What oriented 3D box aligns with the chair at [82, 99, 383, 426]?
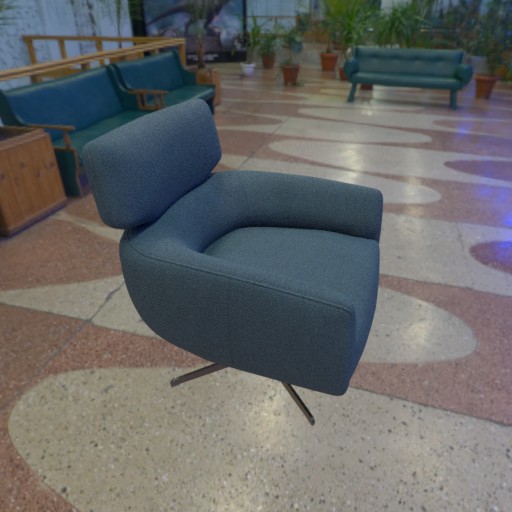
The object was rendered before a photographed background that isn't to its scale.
[{"bbox_3d":[0.000,0.000,1.384,0.761,0.813,0.738,10,31,16],"label":"chair"}]
